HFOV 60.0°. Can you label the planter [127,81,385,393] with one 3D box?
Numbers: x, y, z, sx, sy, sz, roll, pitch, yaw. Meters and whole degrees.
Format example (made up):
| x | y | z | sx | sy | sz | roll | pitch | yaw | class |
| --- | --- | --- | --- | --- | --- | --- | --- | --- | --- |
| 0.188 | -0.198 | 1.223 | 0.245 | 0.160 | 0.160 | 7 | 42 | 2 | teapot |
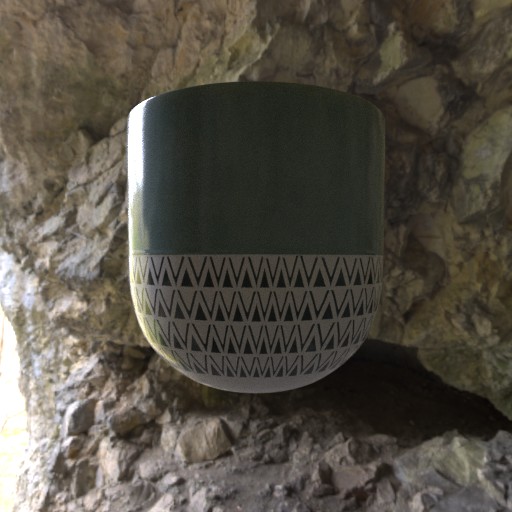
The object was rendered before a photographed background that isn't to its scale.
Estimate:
| x | y | z | sx | sy | sz | roll | pitch | yaw | class |
| --- | --- | --- | --- | --- | --- | --- | --- | --- | --- |
| 0.000 | 0.000 | 0.474 | 0.266 | 0.270 | 0.266 | 0 | 0 | 0 | planter |
